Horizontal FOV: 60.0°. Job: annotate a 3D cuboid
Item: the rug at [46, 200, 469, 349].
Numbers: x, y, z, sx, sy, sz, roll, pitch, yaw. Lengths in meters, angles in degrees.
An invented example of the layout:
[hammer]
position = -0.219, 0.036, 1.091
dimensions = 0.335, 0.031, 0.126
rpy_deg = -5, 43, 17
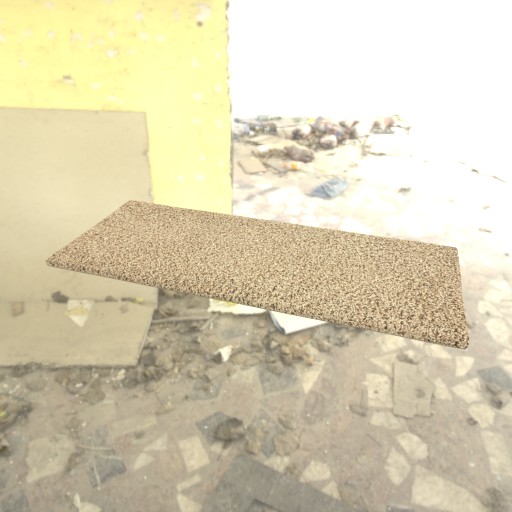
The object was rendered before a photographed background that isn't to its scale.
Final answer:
[rug]
position = 0.000, 0.000, 1.758
dimensions = 1.524, 0.030, 0.609
rpy_deg = 10, 32, 16
